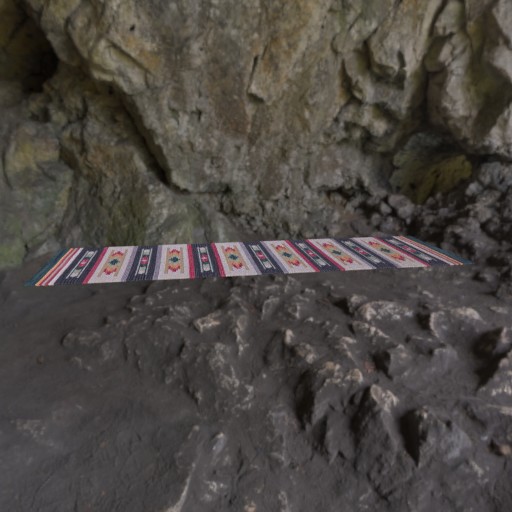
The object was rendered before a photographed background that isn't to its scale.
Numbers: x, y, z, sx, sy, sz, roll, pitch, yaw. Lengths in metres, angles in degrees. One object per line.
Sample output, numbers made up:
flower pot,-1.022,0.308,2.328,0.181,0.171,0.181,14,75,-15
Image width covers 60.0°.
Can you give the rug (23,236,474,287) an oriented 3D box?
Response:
rug,0.000,0.000,2.725,2.440,0.009,0.760,-2,15,-9
